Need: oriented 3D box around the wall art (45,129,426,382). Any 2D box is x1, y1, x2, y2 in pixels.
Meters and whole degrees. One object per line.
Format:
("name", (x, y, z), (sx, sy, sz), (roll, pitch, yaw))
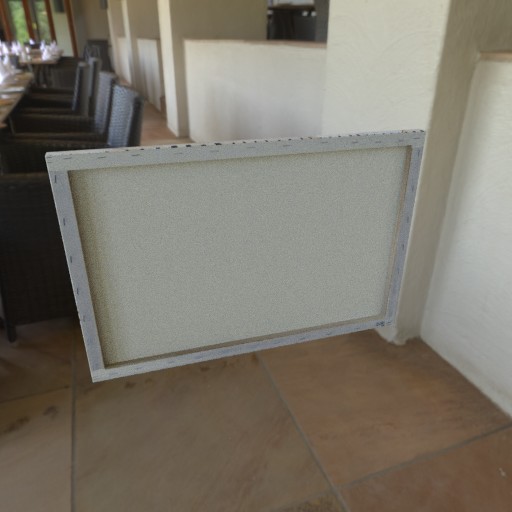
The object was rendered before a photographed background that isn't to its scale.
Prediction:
("wall art", (0.000, 0.000, 1.470), (1.143, 0.757, 0.038), (-8, 27, -15))
